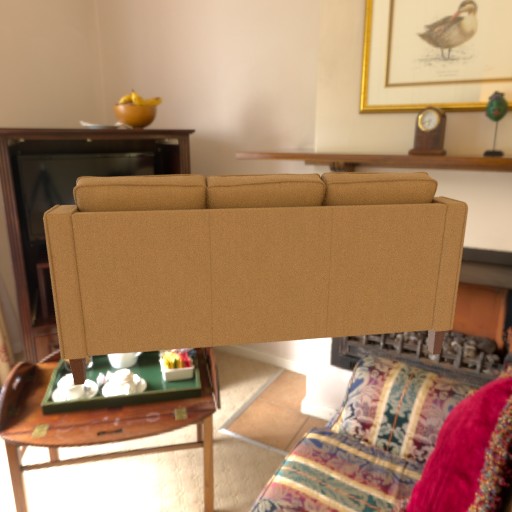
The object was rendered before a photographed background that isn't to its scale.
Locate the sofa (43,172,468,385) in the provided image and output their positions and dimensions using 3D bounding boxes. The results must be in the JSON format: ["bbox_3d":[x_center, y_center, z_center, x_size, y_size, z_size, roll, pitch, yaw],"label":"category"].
[{"bbox_3d":[0.000,0.000,2.547,1.986,0.974,0.911,-2,15,-9],"label":"sofa"}]
